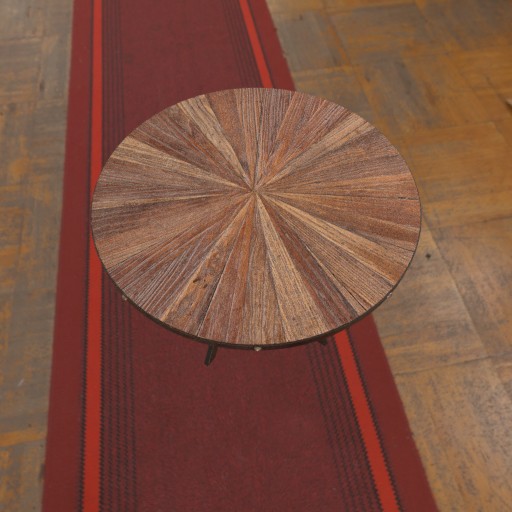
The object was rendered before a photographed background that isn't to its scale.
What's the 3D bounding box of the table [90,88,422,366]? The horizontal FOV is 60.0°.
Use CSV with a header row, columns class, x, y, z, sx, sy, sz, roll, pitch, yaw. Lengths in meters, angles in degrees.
class,x,y,z,sx,sy,sz,roll,pitch,yaw
table,0.000,0.000,1.482,0.885,0.658,0.885,0,57,0
